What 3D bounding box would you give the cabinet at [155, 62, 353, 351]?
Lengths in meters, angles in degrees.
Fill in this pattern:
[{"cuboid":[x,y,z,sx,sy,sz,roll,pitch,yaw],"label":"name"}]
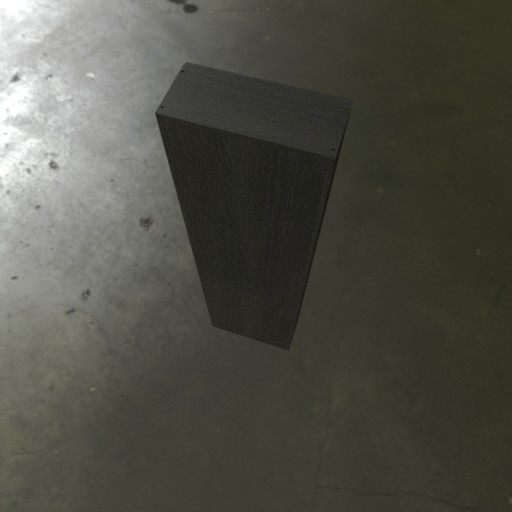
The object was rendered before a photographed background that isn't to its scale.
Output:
[{"cuboid":[0.000,0.000,2.006,0.500,1.790,0.230,16,64,8],"label":"cabinet"}]
